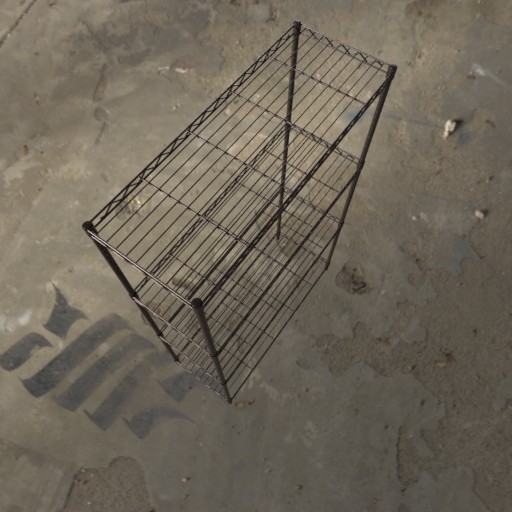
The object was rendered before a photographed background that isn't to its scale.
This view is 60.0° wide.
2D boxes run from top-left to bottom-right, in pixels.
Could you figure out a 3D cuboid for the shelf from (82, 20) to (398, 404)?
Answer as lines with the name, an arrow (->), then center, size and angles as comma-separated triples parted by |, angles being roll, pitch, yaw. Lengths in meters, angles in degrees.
shelf -> 0.000, 0.000, 1.751 | 0.352, 1.361, 0.907 | 33, 68, 15
